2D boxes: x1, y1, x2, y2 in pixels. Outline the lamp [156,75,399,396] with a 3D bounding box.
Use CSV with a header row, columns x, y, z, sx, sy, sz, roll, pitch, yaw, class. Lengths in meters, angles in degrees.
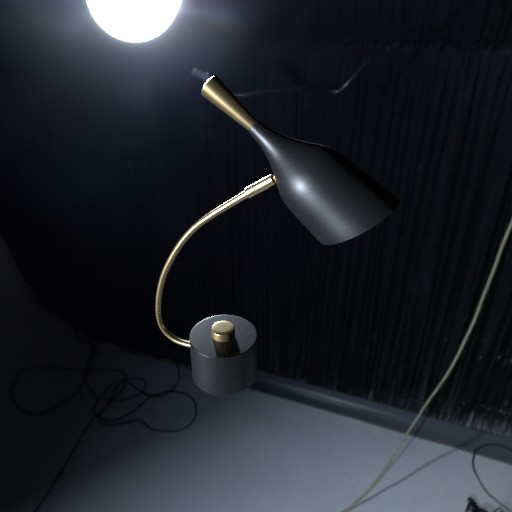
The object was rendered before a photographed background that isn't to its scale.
x,y,z,sx,sy,sz,roll,pitch,yaw,class
0.000,0.000,0.617,0.352,0.464,0.110,10,31,17,lamp
